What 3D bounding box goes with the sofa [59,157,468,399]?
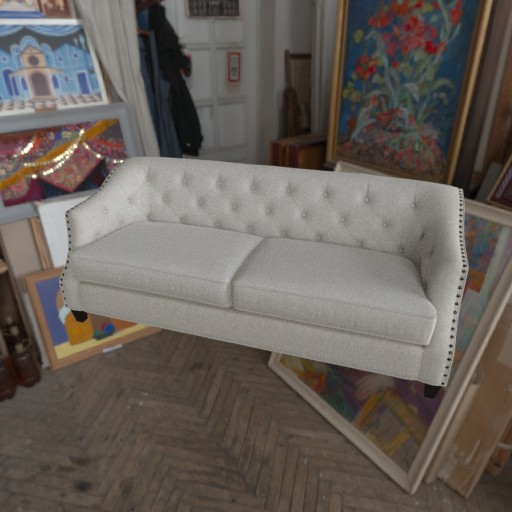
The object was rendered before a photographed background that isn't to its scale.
[{"bbox_3d":[0.000,0.000,2.680,2.235,0.901,0.914,8,28,16],"label":"sofa"}]
